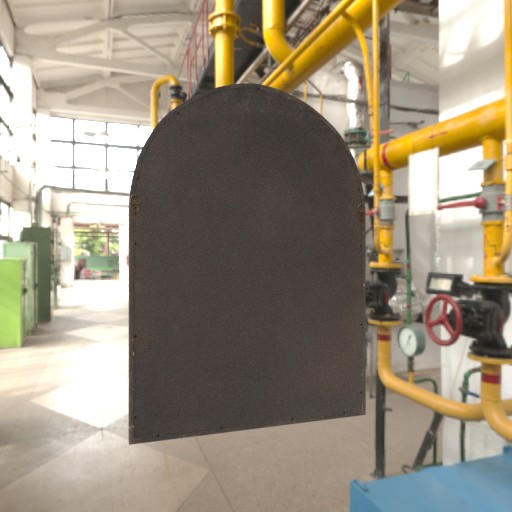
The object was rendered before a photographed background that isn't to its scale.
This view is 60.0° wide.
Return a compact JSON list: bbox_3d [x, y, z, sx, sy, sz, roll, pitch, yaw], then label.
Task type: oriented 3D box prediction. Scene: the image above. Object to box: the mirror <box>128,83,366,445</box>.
[{"bbox_3d":[0.000,0.000,1.196,0.660,0.920,0.032,0,0,-18],"label":"mirror"}]
